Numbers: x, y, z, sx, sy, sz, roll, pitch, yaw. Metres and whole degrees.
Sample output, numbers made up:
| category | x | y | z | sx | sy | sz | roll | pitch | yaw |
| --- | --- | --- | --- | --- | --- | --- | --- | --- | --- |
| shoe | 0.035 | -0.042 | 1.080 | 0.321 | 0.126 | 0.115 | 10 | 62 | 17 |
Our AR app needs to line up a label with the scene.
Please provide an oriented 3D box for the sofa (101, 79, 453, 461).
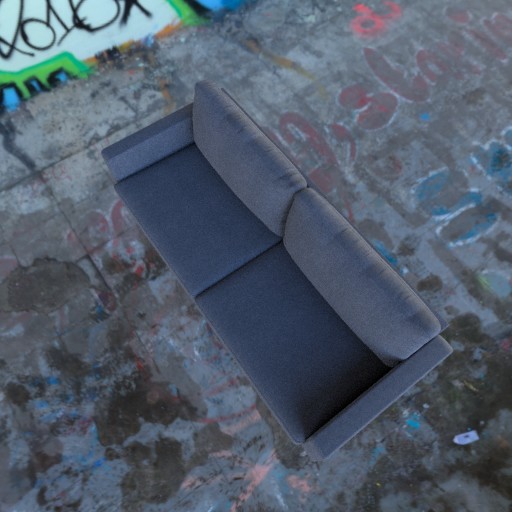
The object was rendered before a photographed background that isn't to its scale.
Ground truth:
| category | x | y | z | sx | sy | sz | roll | pitch | yaw |
| --- | --- | --- | --- | --- | --- | --- | --- | --- | --- |
| sofa | 0.000 | 0.000 | 2.567 | 0.880 | 0.880 | 2.100 | -33 | 69 | -15 |
